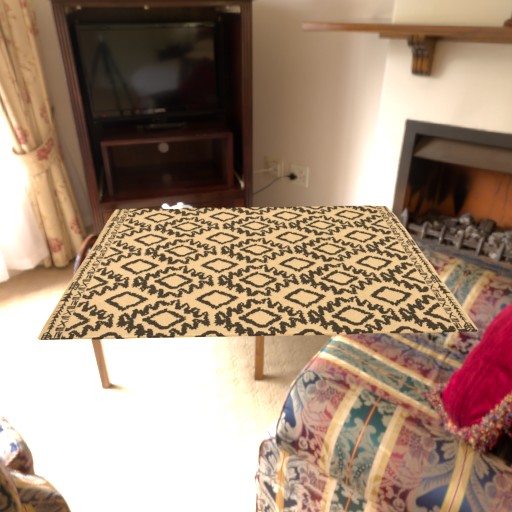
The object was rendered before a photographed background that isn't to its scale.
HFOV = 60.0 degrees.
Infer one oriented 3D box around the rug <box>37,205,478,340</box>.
[{"bbox_3d":[0.000,0.000,4.394,3.369,0.036,2.444,-1,29,-2],"label":"rug"}]
